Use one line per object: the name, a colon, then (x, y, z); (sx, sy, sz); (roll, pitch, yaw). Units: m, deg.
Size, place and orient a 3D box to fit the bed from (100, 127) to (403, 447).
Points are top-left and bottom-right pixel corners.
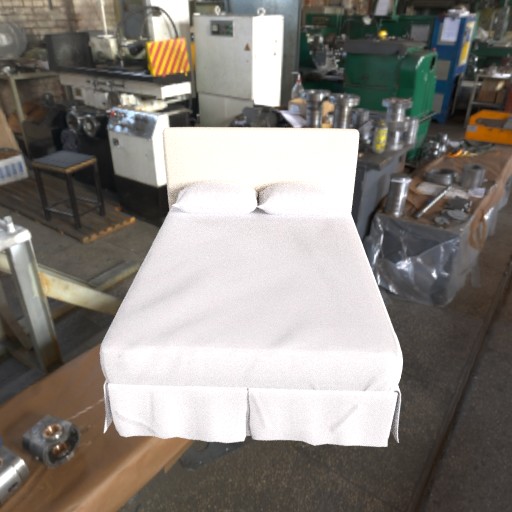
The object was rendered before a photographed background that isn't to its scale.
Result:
bed: (0.000, 0.000, 3.150); (1.713, 1.330, 2.142); (1, 29, 2)
